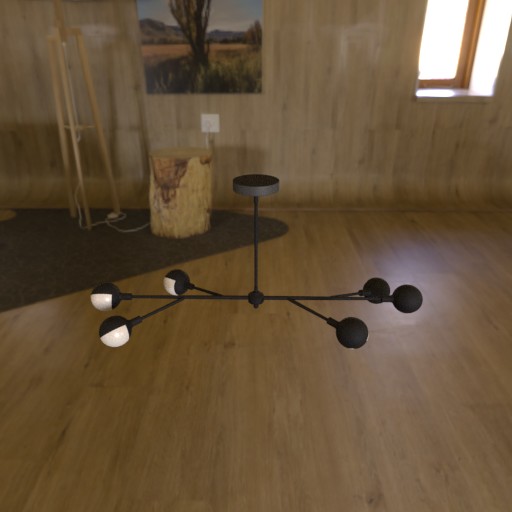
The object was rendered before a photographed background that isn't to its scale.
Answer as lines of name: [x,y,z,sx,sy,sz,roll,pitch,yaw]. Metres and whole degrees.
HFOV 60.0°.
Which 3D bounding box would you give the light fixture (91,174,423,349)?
light fixture: [0.000,0.000,1.034,0.778,0.362,0.434,7,26,15]
